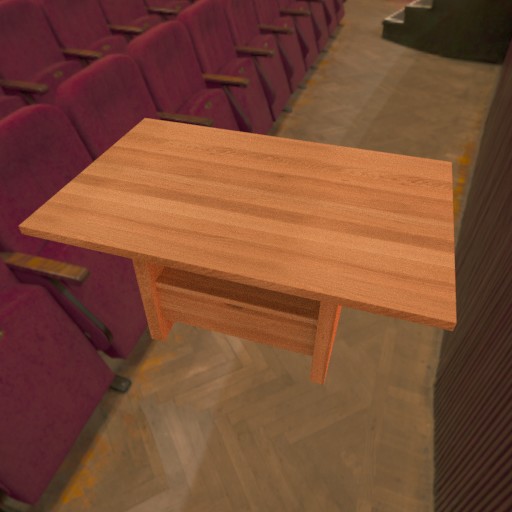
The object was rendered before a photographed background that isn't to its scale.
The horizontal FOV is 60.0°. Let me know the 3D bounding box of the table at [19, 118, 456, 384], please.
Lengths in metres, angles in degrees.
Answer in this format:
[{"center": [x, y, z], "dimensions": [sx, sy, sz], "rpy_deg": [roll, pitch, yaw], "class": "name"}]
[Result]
[{"center": [0.000, 0.000, 1.468], "dimensions": [1.100, 0.510, 0.700], "rpy_deg": [12, 43, 13], "class": "table"}]
